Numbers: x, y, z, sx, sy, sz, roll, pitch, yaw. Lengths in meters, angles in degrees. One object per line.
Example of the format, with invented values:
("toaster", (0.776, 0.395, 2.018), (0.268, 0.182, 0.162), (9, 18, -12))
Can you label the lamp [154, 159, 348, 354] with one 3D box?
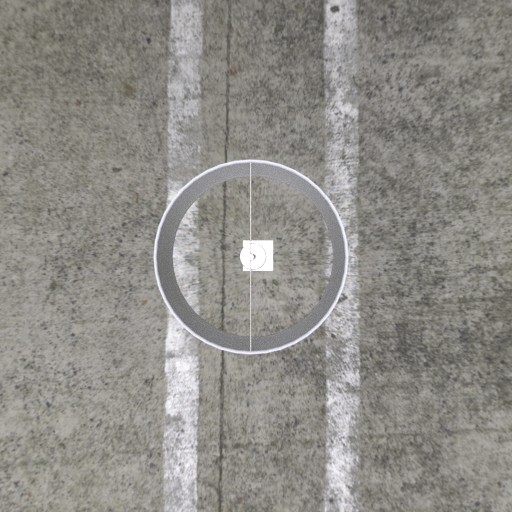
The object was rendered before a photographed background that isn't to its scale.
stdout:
("lamp", (0.000, 0.000, 1.678), (0.420, 1.475, 0.420), (0, 90, 1))
